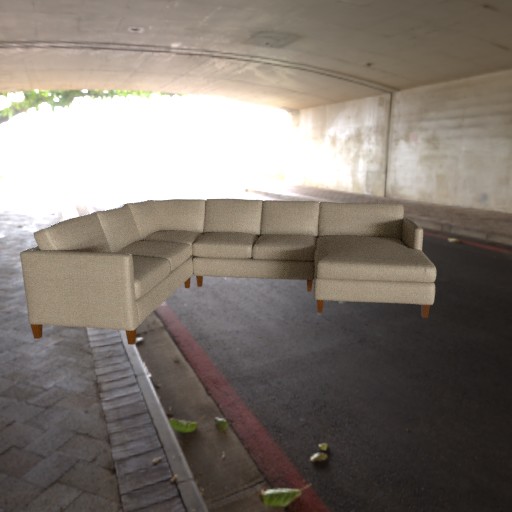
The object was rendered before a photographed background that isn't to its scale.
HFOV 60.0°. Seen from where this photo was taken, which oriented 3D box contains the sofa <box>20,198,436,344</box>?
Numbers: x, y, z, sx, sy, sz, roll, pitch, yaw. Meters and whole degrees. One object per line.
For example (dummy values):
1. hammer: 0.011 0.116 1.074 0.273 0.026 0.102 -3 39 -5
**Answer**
1. sofa: 0.000 0.000 4.545 3.460 0.961 2.594 2 13 8
